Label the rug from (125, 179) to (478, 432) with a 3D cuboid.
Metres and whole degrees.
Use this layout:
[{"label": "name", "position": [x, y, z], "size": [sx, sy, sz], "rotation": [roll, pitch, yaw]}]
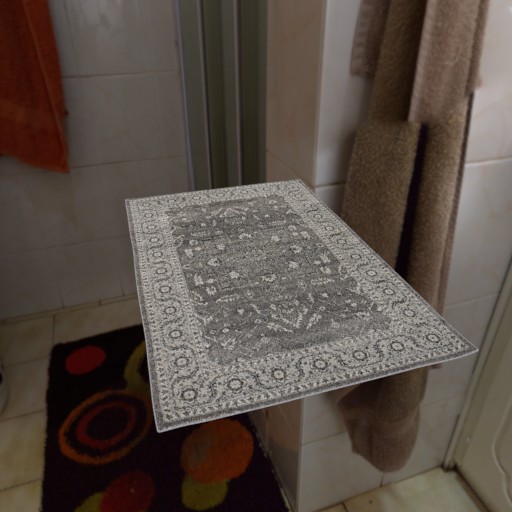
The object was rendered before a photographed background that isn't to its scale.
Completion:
[{"label": "rug", "position": [0.000, 0.000, 2.269], "size": [1.209, 0.019, 1.828], "rotation": [-9, 33, -15]}]
